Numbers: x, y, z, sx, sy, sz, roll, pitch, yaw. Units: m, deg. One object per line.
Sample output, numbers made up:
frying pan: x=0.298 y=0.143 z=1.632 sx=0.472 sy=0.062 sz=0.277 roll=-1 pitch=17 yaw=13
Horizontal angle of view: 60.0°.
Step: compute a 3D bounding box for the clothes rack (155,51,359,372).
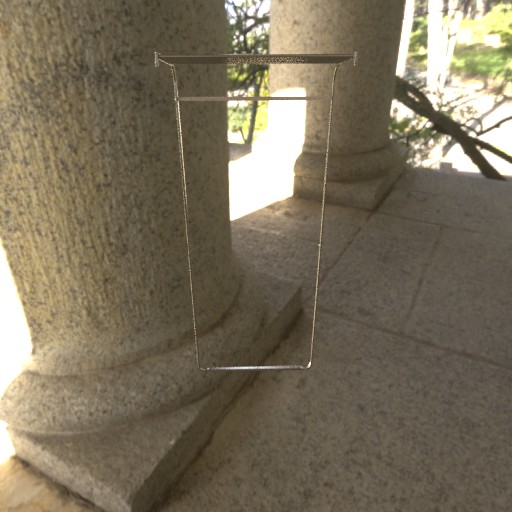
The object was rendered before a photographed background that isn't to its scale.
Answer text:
clothes rack: x=0.000 y=0.000 z=1.843 sx=0.609 sy=1.574 sz=0.349 roll=-1 pitch=29 yaw=-1
